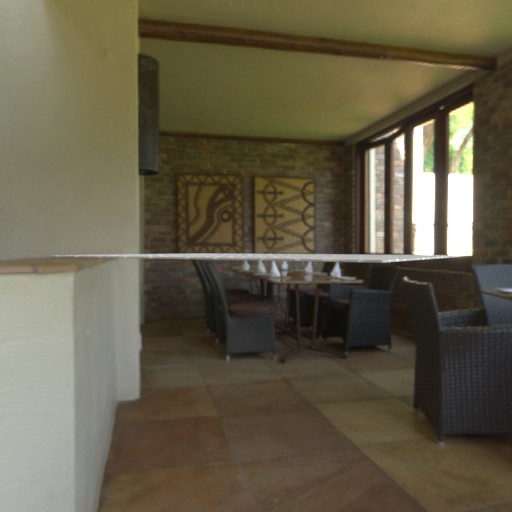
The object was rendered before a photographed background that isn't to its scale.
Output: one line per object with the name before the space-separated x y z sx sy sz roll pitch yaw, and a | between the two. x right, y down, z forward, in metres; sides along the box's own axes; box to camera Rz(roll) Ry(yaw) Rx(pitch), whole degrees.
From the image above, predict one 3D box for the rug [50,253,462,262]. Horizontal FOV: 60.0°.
rug | 0.000 0.000 2.718 2.080 0.010 1.451 1 1 35
